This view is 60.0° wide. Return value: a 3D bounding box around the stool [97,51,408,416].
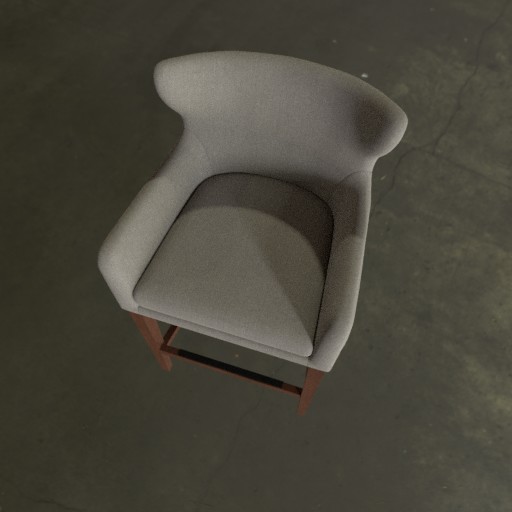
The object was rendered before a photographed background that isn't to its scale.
[{"bbox_3d":[0.000,0.000,1.278,0.575,0.951,0.575,15,60,9],"label":"stool"}]
